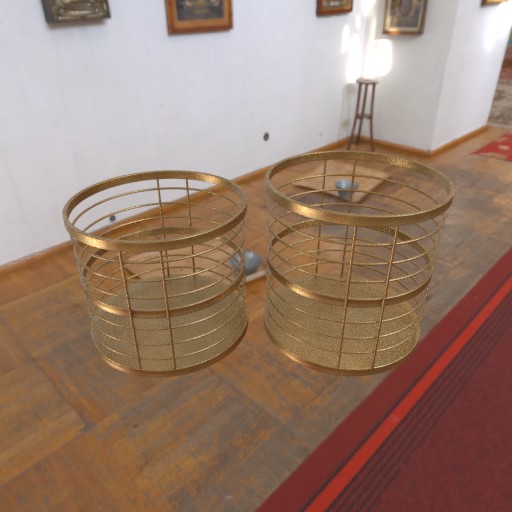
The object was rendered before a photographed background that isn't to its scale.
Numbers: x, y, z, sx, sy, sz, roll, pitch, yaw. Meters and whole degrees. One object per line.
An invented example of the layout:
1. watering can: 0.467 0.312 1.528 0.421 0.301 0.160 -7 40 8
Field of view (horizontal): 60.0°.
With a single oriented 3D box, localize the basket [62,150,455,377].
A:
1. basket: 0.000 0.000 0.947 0.746 0.351 0.356 0 30 0
